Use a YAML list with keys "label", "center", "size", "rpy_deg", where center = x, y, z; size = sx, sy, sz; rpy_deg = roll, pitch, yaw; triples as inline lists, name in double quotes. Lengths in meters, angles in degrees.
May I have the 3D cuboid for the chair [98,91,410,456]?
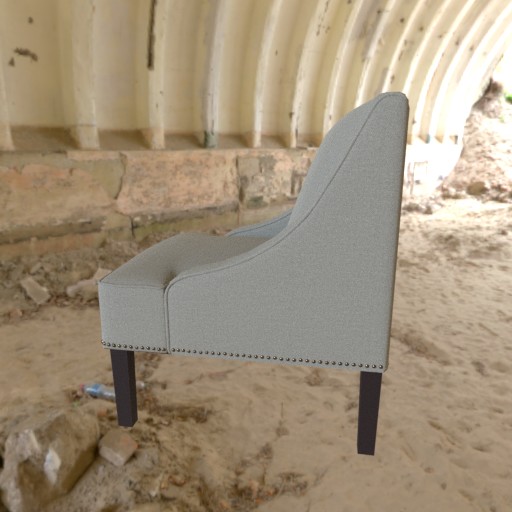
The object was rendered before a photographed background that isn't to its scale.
- label: "chair"
  center: [0.000, 0.000, 1.330]
  size: [0.737, 0.864, 0.610]
  rpy_deg: [3, 15, 10]
